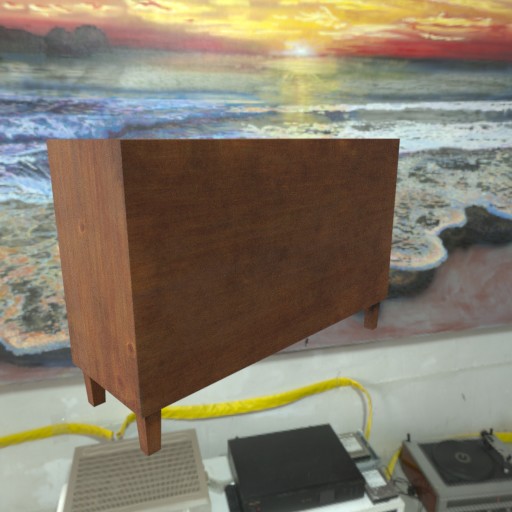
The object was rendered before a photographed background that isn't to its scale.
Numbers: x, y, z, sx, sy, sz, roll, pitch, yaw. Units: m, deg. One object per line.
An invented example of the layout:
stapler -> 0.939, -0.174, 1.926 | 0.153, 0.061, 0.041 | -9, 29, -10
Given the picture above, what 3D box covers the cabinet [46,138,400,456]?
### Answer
cabinet -> 0.000, 0.000, 1.574 | 0.403, 0.805, 1.204 | 14, 21, 43
